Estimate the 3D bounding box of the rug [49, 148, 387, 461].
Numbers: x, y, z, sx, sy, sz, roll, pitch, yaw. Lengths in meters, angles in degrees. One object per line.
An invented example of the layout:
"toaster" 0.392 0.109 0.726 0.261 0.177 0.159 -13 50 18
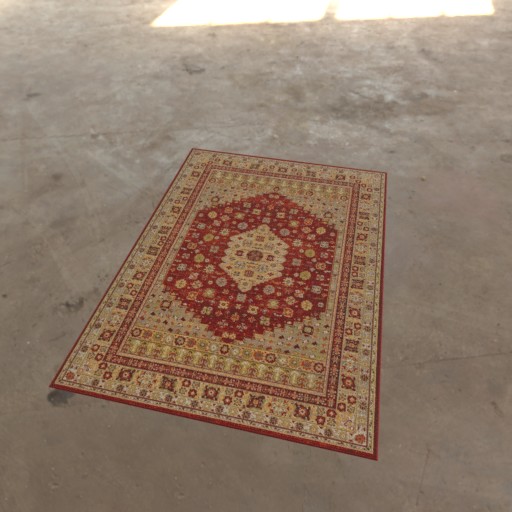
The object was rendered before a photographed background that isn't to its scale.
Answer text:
"rug" 0.000 0.000 2.815 1.593 0.013 2.211 9 46 9
